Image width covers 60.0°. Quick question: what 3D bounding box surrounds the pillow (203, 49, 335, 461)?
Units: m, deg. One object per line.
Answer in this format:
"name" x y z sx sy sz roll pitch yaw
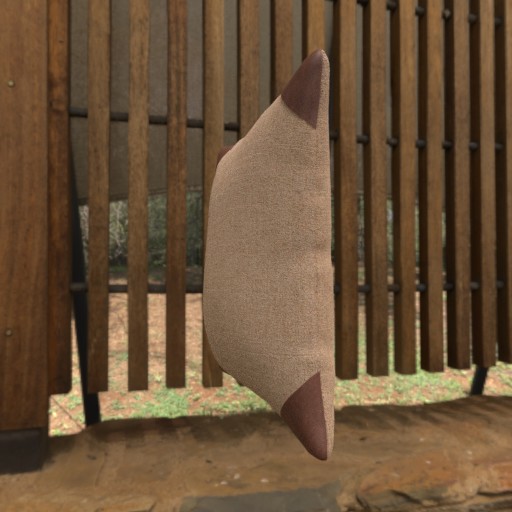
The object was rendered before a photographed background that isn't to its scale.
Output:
"pillow" 0.000 0.000 0.678 0.147 0.448 0.437 1 -2 -20
